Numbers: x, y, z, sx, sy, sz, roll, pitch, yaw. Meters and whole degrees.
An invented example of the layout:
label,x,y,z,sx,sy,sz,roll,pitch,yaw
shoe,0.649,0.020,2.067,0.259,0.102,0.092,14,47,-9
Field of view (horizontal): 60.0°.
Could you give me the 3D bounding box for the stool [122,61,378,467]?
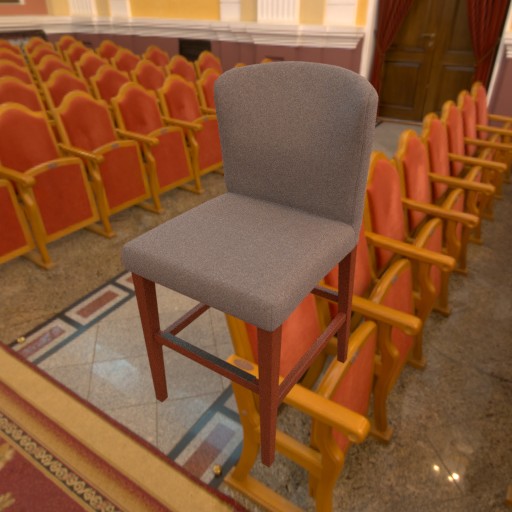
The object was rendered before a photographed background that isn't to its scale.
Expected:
label,x,y,z,sx,sy,sz,roll,pitch,yaw
stool,0.000,0.000,1.266,0.481,0.968,0.568,19,36,29
